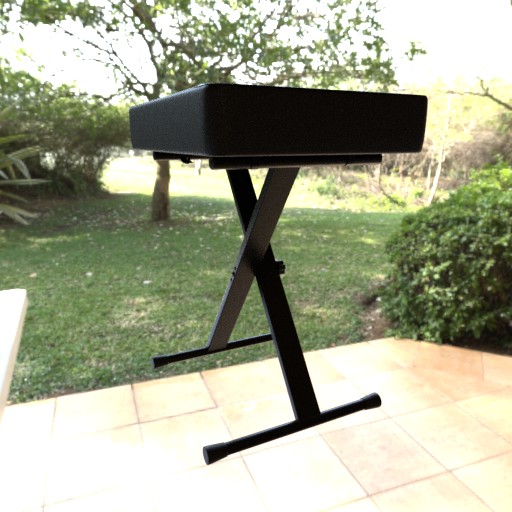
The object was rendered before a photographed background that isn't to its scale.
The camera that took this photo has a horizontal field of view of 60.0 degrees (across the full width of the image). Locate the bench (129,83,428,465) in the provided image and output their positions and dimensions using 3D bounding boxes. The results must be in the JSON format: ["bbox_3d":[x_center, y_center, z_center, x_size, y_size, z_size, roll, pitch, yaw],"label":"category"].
[{"bbox_3d":[0.000,0.000,0.763,0.321,0.500,0.424,-7,16,-26],"label":"bench"}]
